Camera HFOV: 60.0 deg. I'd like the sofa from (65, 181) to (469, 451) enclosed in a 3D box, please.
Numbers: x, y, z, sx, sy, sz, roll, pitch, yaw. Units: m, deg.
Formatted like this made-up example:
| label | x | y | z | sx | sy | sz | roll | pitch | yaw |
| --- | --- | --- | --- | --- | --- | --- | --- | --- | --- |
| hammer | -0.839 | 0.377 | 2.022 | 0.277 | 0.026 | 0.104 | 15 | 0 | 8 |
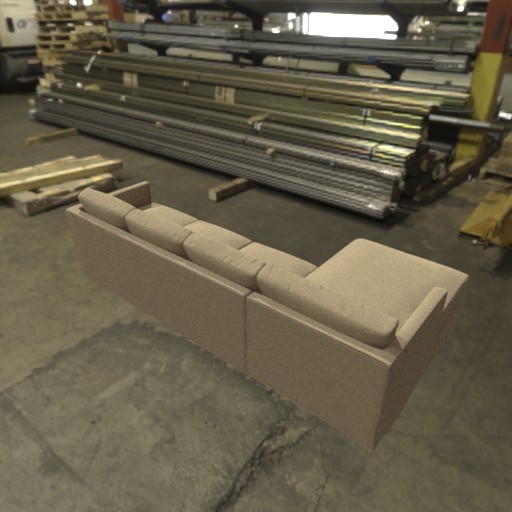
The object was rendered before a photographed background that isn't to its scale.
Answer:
| label | x | y | z | sx | sy | sz | roll | pitch | yaw |
| --- | --- | --- | --- | --- | --- | --- | --- | --- | --- |
| sofa | 0.000 | 0.000 | 3.877 | 3.198 | 0.920 | 1.638 | 22 | 37 | 33 |
